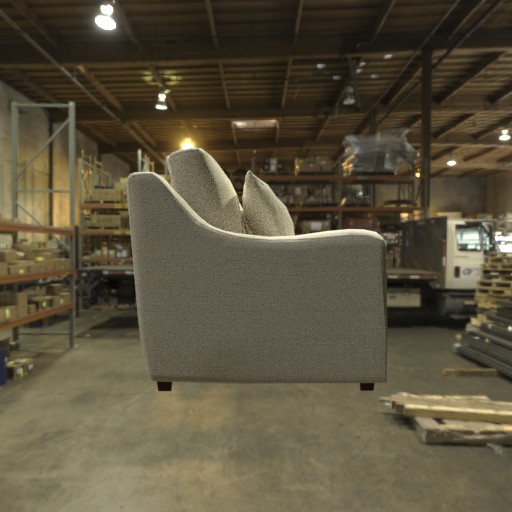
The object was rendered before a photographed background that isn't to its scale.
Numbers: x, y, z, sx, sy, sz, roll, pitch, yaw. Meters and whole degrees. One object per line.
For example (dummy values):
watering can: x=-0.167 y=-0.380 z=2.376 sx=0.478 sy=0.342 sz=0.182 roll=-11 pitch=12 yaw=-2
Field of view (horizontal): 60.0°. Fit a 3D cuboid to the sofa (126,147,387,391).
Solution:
sofa: x=0.000 y=0.000 z=2.896 sx=1.009 sy=1.022 sz=2.470 roll=0 pitch=1 yaw=0
